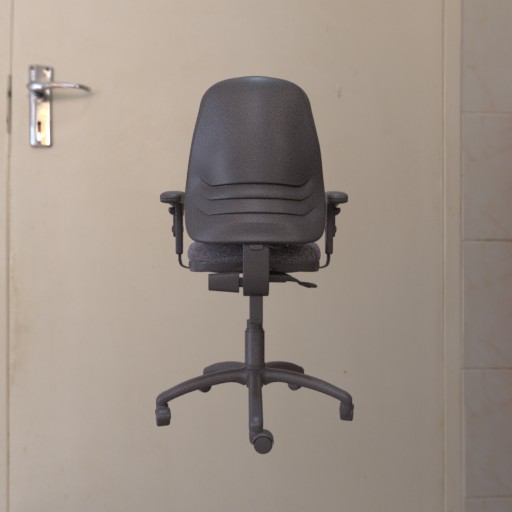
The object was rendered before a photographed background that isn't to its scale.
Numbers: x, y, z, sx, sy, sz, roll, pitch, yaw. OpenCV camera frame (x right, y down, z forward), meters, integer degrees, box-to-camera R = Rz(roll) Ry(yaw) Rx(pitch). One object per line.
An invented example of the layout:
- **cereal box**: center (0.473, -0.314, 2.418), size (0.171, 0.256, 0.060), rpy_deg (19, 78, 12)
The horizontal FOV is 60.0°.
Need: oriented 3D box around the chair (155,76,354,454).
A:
- **chair**: center (0.000, 0.000, 1.277), size (0.550, 0.910, 0.530), rpy_deg (0, 0, -1)
